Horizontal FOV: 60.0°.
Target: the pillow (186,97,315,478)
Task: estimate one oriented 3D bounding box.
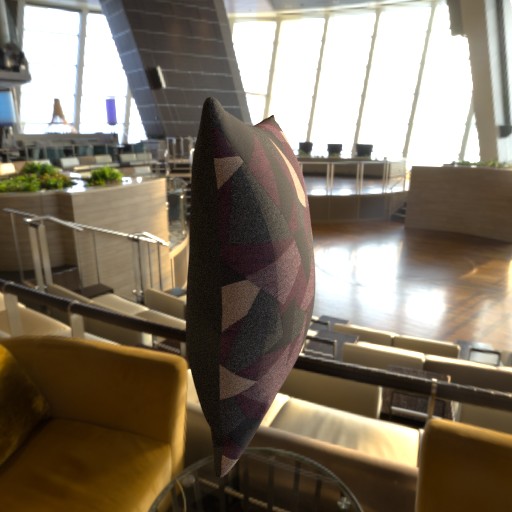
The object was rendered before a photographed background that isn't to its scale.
[{"bbox_3d":[0.000,0.000,0.772,0.208,0.496,0.503,3,17,10],"label":"pillow"}]
